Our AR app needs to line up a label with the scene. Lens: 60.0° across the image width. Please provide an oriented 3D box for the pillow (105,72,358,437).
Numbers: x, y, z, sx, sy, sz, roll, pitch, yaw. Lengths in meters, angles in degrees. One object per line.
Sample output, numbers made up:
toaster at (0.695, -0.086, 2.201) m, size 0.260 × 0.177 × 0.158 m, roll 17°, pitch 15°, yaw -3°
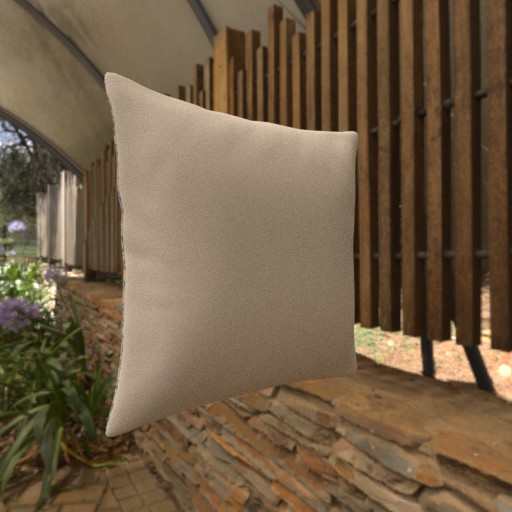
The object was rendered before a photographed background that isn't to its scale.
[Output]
pillow at (0.000, 0.000, 0.771) m, size 0.523 × 0.510 × 0.166 m, roll 0°, pitch 0°, yaw -36°
